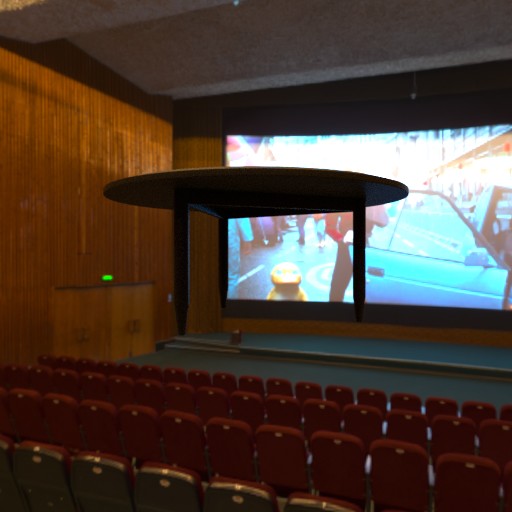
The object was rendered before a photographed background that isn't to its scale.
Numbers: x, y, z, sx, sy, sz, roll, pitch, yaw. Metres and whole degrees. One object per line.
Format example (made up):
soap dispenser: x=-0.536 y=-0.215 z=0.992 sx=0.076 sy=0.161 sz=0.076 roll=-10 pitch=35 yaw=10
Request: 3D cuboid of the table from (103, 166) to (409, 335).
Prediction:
table: x=0.000 y=0.000 z=1.383 sx=0.900 sy=0.400 sz=0.900 roll=0 pitch=1 yaw=0
